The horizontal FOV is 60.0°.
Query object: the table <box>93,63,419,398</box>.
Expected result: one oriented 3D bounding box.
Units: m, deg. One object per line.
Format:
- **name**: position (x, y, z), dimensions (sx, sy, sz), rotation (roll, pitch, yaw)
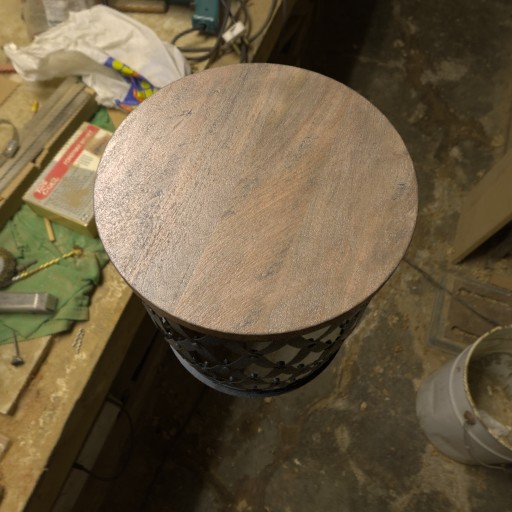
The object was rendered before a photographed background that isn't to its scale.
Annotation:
- **table**: position (0.000, 0.000, 0.759), dimensions (0.405, 0.454, 0.405), rotation (0, 64, 0)
